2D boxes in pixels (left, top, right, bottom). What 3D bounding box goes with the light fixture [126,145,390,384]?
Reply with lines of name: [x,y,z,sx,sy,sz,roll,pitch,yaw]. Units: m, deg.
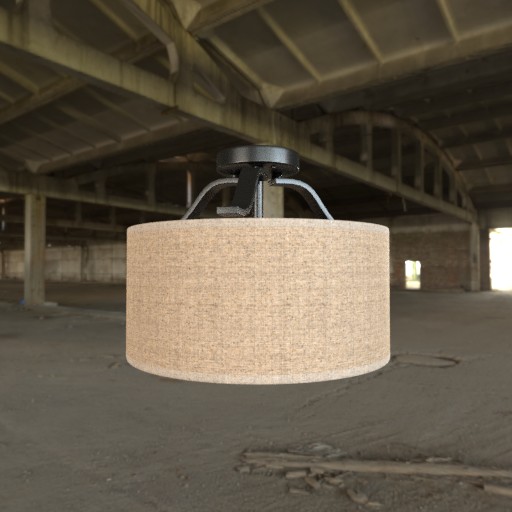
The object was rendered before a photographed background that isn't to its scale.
light fixture: [0.000,0.000,0.675,0.390,0.306,0.390,0,-1,0]
